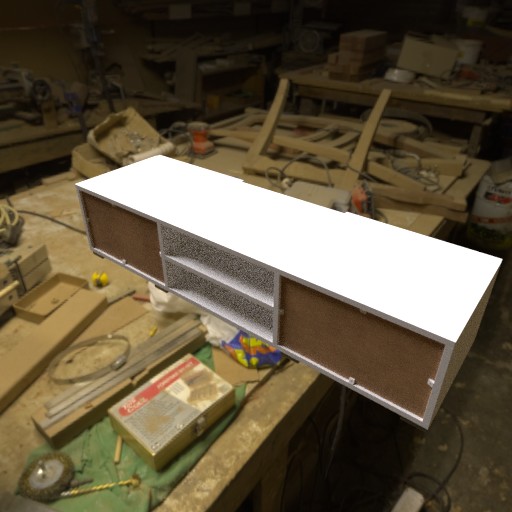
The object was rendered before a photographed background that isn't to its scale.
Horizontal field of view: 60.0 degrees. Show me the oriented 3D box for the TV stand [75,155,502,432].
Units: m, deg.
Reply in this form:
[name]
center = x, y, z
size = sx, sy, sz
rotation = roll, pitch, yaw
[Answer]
[TV stand]
center = 0.000, 0.000, 1.528
size = 1.400, 0.310, 0.420
rotation = 22, 38, 31
